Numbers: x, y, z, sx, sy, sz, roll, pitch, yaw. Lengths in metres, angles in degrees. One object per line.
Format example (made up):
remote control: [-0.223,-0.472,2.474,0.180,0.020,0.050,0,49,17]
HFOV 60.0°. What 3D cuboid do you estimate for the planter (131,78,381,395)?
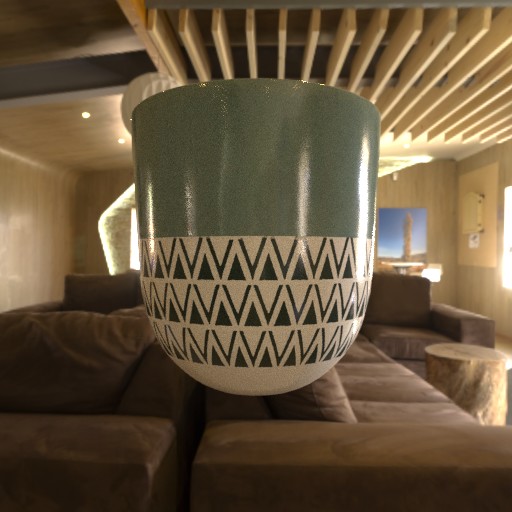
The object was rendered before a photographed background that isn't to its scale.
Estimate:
planter: [0.000,0.000,0.365,0.198,0.214,0.198,0,0,0]
